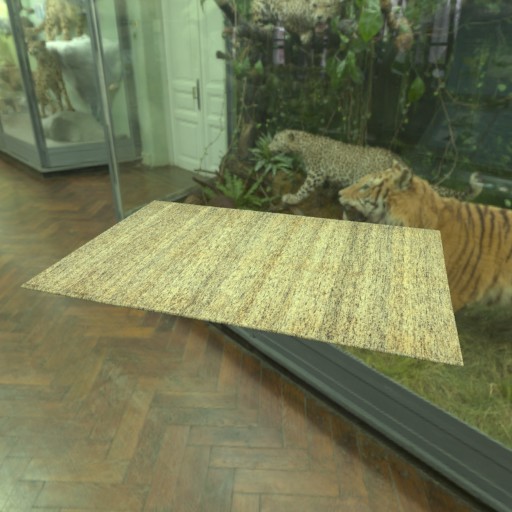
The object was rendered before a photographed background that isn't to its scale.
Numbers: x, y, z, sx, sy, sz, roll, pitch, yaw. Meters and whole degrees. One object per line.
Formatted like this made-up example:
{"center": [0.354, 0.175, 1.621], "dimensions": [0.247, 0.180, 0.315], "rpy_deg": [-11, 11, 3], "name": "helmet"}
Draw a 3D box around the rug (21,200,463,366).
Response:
{"center": [0.000, 0.000, 2.273], "dimensions": [1.846, 0.014, 1.243], "rpy_deg": [8, 27, 15], "name": "rug"}
